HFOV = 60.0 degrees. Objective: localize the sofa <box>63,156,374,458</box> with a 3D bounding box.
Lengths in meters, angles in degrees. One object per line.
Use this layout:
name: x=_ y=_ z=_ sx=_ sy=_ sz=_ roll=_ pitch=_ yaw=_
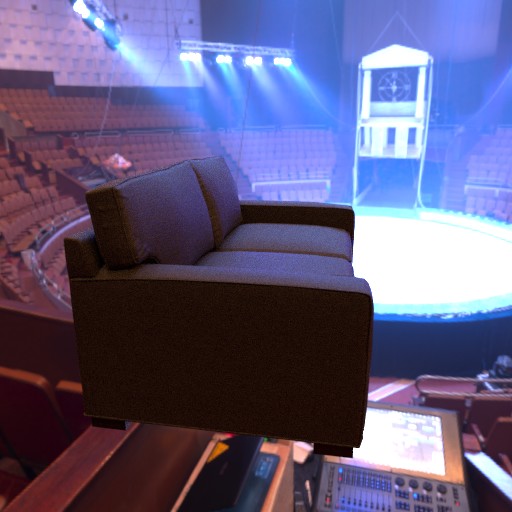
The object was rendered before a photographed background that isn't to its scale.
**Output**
sofa: x=0.000 y=0.000 z=2.097 sx=0.974 sy=0.887 sz=1.534 roll=3 pitch=16 yaw=9
